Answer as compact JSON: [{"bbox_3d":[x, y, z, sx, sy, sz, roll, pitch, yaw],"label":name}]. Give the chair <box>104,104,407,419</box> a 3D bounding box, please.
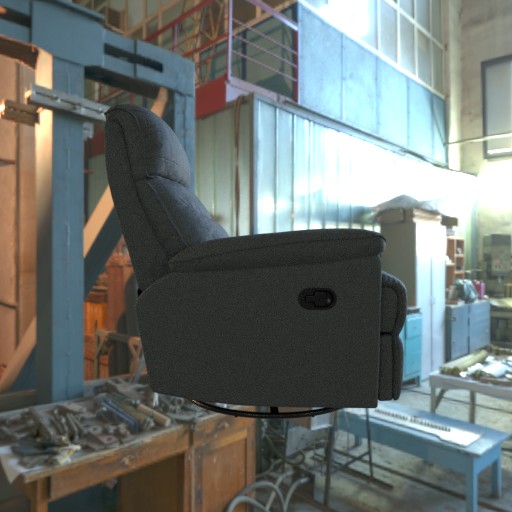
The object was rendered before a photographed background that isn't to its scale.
[{"bbox_3d":[0.000,0.000,1.716,1.004,1.037,0.820,0,0,0],"label":"chair"}]
